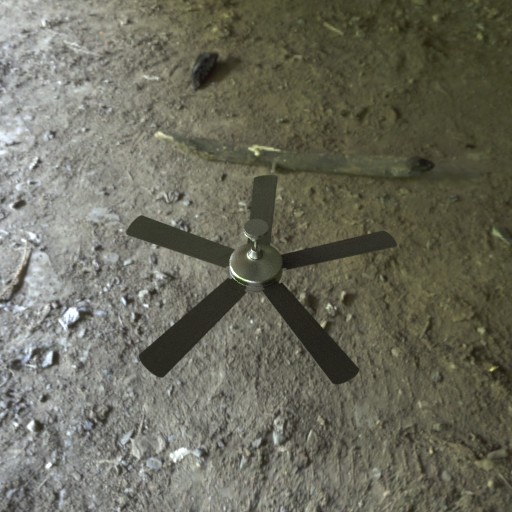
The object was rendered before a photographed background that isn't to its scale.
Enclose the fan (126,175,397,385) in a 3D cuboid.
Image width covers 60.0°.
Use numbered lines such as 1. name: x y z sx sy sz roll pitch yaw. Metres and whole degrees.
1. fan: 0.000 0.000 2.003 1.321 0.356 1.321 -33 55 -26
